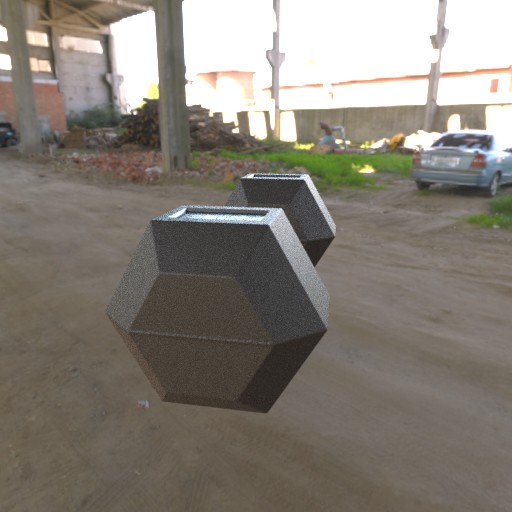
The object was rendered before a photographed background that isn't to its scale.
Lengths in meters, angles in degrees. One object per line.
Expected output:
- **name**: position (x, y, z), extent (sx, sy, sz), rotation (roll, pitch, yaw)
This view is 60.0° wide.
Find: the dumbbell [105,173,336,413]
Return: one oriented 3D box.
- **dumbbell**: position (0.000, 0.000, 0.377), extent (0.129, 0.113, 0.315), rotation (3, 16, 10)
